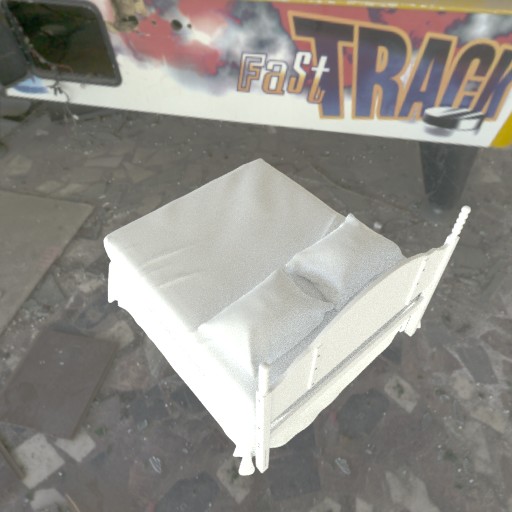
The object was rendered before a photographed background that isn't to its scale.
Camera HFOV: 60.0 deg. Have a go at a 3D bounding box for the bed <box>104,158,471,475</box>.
[{"bbox_3d":[0.000,0.000,3.273,1.873,1.356,2.040,-32,55,-26],"label":"bed"}]
